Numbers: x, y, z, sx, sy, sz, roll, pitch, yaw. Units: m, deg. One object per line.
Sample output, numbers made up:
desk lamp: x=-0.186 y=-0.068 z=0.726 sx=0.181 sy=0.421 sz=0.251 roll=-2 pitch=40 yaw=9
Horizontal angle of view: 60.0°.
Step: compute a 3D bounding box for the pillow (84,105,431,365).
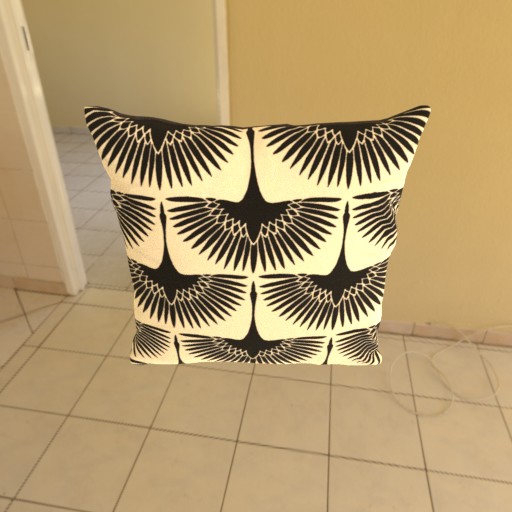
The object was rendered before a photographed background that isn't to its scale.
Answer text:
pillow: x=0.000 y=0.000 z=0.656 sx=0.432 sy=0.432 sz=0.139 roll=0 pitch=31 yaw=0
